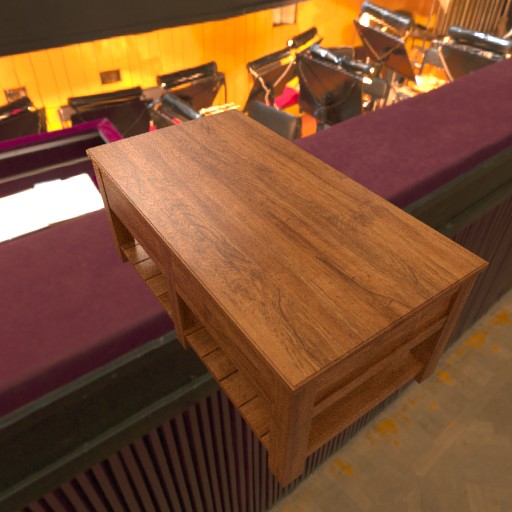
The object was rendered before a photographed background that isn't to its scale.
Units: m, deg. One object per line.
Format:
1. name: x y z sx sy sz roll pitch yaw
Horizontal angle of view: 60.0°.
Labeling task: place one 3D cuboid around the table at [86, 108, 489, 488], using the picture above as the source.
1. table: 0.000 0.000 1.474 0.635 0.480 1.150 -25 47 -26
